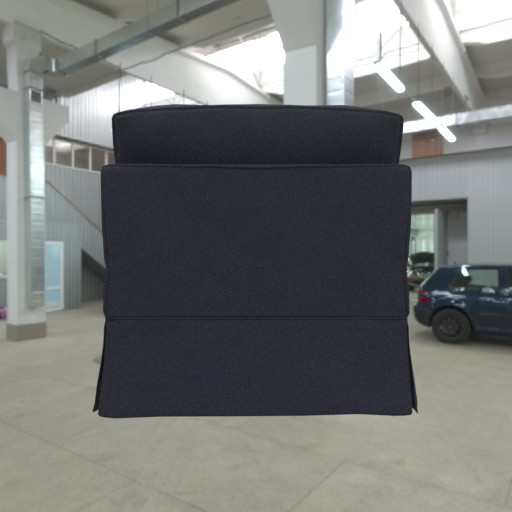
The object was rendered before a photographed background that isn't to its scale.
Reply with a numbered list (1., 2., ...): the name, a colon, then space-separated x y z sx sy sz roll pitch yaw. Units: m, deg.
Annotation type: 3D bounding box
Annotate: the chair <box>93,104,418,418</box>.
1. chair: 0.000 0.000 1.983 1.119 1.140 1.002 0 0 0
